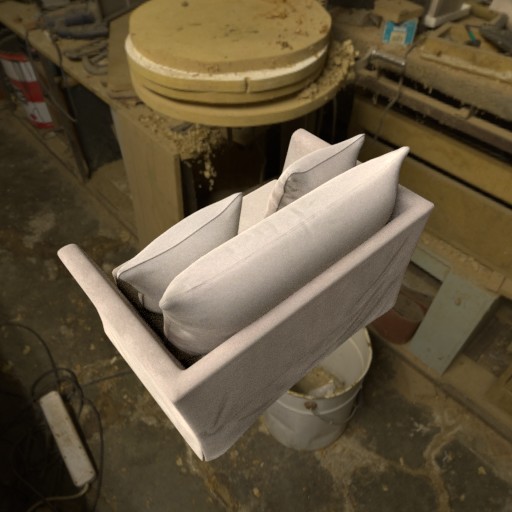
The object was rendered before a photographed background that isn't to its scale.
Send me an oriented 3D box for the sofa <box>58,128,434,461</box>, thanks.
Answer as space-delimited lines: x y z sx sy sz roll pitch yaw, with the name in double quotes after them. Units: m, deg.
0.000 0.000 2.308 1.608 1.040 1.035 -33 55 -26 "sofa"
